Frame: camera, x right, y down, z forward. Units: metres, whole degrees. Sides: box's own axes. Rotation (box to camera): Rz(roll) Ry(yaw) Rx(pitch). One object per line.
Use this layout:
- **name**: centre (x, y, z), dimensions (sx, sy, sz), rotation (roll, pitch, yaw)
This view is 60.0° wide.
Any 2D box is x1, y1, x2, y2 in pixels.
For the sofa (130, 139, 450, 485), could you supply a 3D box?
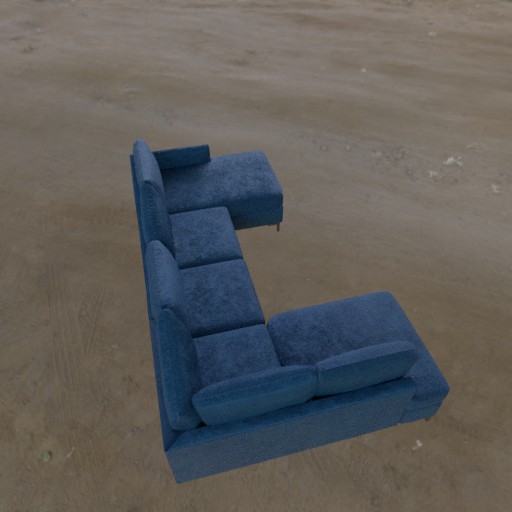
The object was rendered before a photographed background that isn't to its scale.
- **sofa**: centre (0.000, 0.000, 4.190), dimensions (2.055, 0.992, 3.434), rotation (-11, 47, -10)
